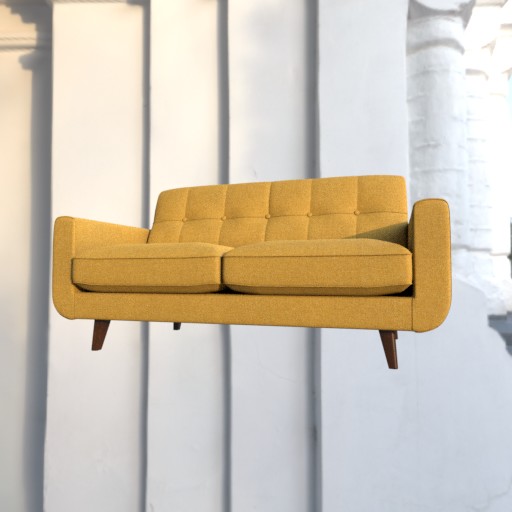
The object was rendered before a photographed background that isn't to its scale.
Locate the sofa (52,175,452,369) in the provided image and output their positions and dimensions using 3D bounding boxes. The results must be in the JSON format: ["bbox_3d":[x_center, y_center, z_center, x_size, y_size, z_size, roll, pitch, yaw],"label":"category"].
[{"bbox_3d":[0.000,0.000,2.121,1.631,0.841,0.909,-1,-2,18],"label":"sofa"}]
